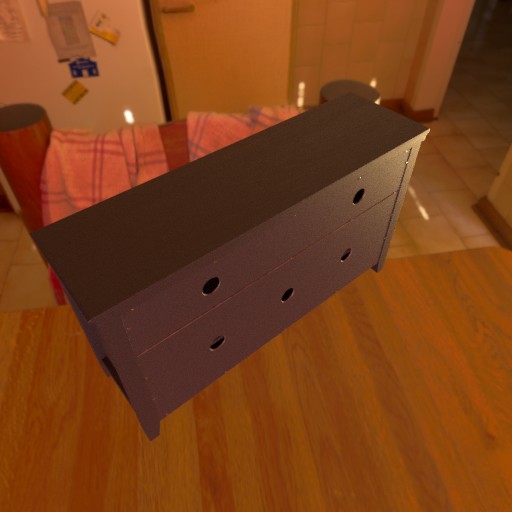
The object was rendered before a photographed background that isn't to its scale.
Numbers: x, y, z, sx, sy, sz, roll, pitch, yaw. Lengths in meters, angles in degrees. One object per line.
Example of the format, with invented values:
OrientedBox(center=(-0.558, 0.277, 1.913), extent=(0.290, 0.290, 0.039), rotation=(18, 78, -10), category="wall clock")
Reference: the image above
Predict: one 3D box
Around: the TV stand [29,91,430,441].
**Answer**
OrientedBox(center=(0.000, 0.000, 1.519), extent=(1.198, 0.681, 0.347), rotation=(-31, 53, -27), category="TV stand")
